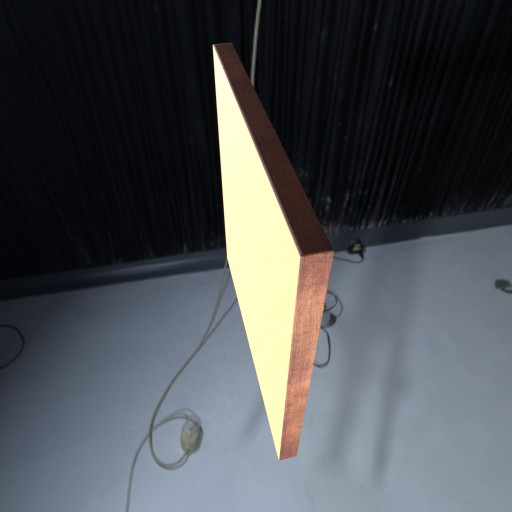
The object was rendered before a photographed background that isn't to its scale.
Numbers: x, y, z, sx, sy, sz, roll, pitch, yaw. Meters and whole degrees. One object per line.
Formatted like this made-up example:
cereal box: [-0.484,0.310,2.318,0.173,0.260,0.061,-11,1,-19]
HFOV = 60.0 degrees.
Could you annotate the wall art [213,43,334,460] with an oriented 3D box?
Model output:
wall art: [0.000,0.000,0.840,0.037,0.572,0.554,-9,47,-9]
